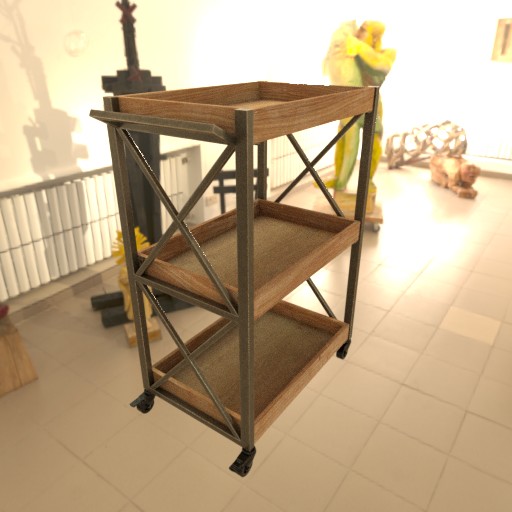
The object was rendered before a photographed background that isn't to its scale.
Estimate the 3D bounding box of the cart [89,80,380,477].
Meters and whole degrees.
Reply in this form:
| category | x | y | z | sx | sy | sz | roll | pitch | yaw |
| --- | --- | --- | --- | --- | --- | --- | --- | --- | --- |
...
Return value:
| category | x | y | z | sx | sy | sz | roll | pitch | yaw |
| --- | --- | --- | --- | --- | --- | --- | --- | --- | --- |
| cart | 0.000 | 0.000 | 1.192 | 0.377 | 0.835 | 0.673 | 17 | 30 | 32 |
